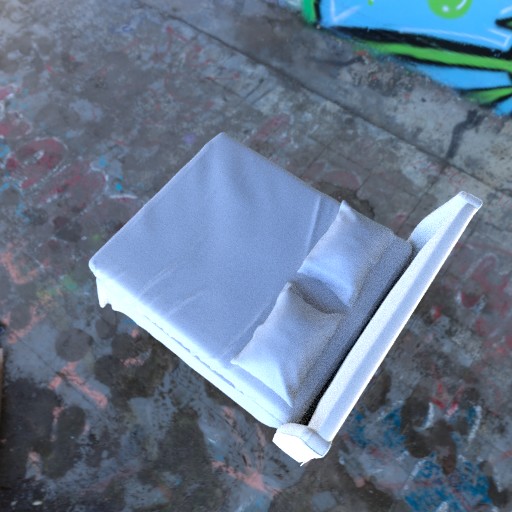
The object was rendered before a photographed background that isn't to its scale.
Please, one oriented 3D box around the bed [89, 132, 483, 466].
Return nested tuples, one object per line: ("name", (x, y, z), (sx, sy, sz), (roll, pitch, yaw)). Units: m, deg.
("bed", (0.000, 0.000, 3.394), (2.276, 1.332, 1.925), (34, 68, 16))
